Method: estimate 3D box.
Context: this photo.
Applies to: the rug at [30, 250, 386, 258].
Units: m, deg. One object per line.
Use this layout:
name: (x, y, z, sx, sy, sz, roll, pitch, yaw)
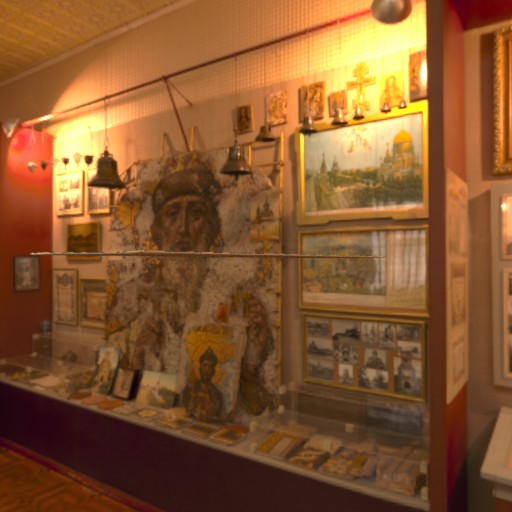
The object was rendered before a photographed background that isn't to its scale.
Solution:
rug: (0.000, 0.000, 2.776, 0.768, 0.011, 2.446, -1, -1, 36)
